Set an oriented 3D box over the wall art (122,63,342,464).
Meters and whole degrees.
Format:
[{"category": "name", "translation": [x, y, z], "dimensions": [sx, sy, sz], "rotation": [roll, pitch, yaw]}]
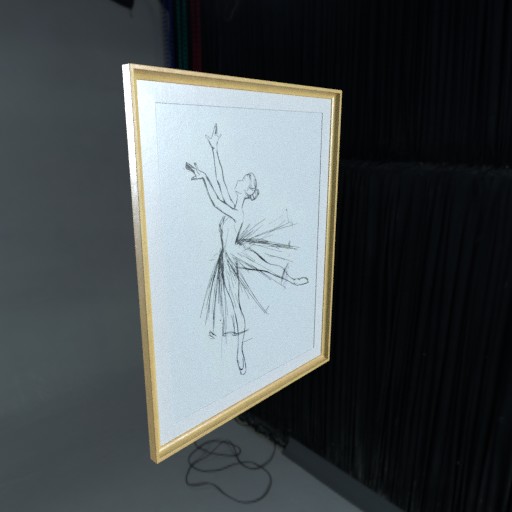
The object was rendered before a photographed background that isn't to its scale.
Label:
[{"category": "wall art", "translation": [0.000, 0.000, 1.351], "dimensions": [0.030, 1.002, 0.798], "rotation": [14, 21, 42]}]
